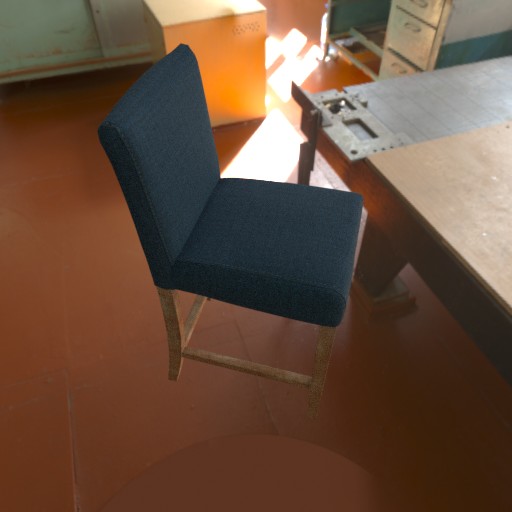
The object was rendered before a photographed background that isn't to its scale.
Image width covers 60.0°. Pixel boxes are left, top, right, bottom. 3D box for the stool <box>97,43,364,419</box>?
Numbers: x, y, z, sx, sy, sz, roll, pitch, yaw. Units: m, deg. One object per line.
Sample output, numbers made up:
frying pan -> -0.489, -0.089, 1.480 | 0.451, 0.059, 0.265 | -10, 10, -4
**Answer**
stool -> 0.000, 0.000, 1.328 | 0.567, 1.039, 0.454 | 11, 47, 10
